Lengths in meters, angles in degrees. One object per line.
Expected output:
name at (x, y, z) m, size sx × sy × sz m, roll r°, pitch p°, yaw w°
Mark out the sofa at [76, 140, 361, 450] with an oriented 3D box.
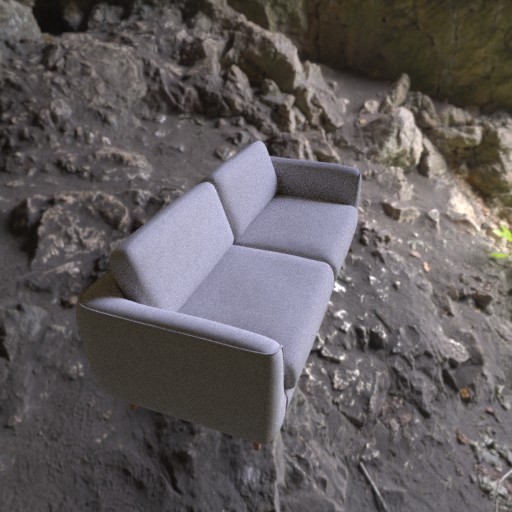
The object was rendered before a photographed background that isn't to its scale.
sofa at (0.000, 0.000, 2.475) m, size 0.920 × 0.850 × 2.000 m, roll 11°, pitch 32°, yaw 17°
